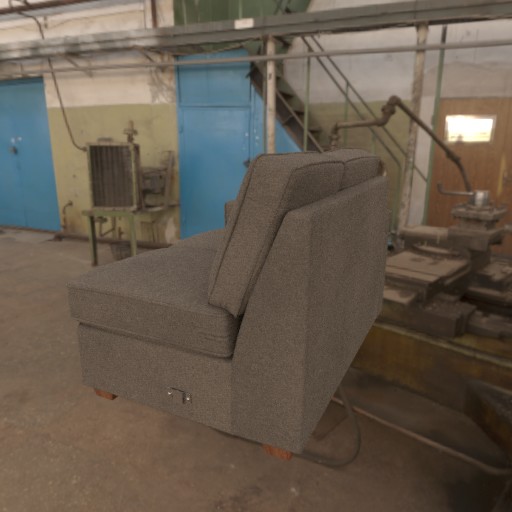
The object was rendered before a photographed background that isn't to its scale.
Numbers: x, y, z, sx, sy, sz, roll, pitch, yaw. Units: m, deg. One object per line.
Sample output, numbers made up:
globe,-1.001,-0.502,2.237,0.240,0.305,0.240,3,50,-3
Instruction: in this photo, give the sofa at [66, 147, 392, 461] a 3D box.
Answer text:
sofa,0.000,0.000,2.065,0.991,0.989,1.388,7,17,25
